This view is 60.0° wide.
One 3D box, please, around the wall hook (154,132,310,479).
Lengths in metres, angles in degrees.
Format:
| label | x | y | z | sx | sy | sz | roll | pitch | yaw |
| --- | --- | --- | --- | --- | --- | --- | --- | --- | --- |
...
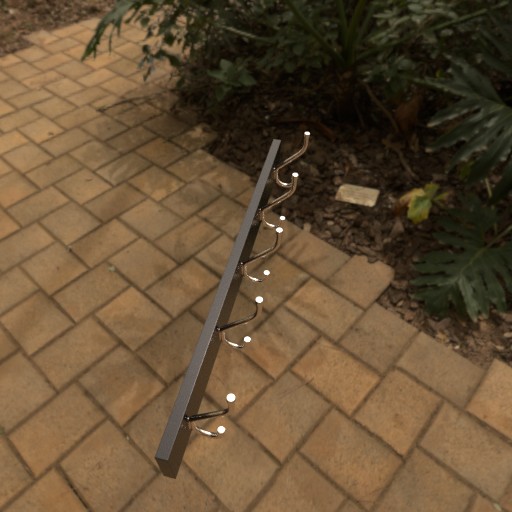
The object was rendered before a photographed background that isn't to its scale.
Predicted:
| label | x | y | z | sx | sy | sz | roll | pitch | yaw |
| --- | --- | --- | --- | --- | --- | --- | --- | --- | --- |
| wall hook | 0.000 | 0.000 | 0.619 | 0.071 | 0.117 | 0.571 | 10 | 49 | 9 |
